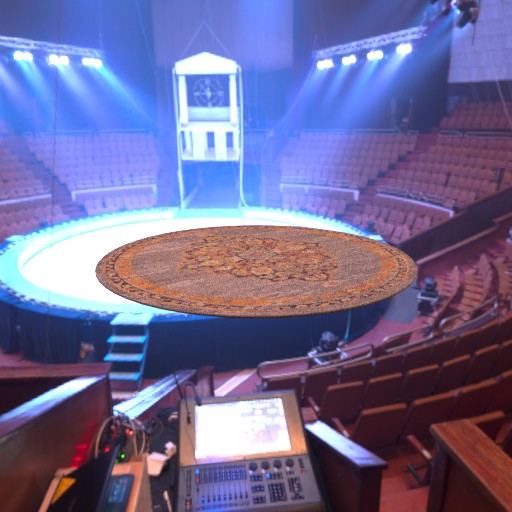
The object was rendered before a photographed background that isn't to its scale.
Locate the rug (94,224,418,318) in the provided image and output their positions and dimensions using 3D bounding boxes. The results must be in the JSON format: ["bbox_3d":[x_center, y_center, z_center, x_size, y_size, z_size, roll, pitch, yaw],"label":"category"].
[{"bbox_3d":[0.000,0.000,3.463,2.382,0.014,2.382,0,16,0],"label":"rug"}]
